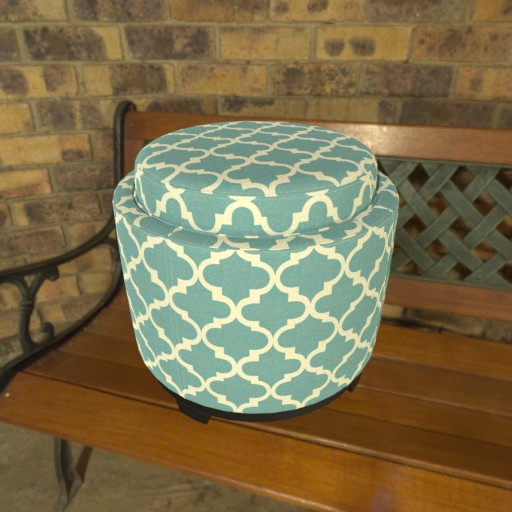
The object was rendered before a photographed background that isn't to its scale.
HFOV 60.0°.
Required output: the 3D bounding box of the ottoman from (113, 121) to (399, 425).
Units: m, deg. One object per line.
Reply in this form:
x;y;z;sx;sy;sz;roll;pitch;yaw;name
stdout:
0.000;0.000;0.828;0.480;0.429;0.480;0;30;0;ottoman
